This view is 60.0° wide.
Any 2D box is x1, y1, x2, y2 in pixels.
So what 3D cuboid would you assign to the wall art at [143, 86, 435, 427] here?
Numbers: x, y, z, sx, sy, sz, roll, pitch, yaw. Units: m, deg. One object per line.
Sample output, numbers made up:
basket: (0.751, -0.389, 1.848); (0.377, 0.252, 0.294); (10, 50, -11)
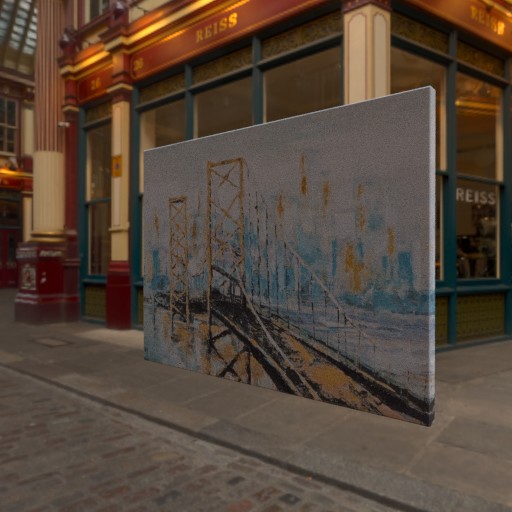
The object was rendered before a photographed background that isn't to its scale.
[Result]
wall art: (0.000, 0.000, 1.314); (1.016, 0.762, 0.038); (0, 0, 38)
